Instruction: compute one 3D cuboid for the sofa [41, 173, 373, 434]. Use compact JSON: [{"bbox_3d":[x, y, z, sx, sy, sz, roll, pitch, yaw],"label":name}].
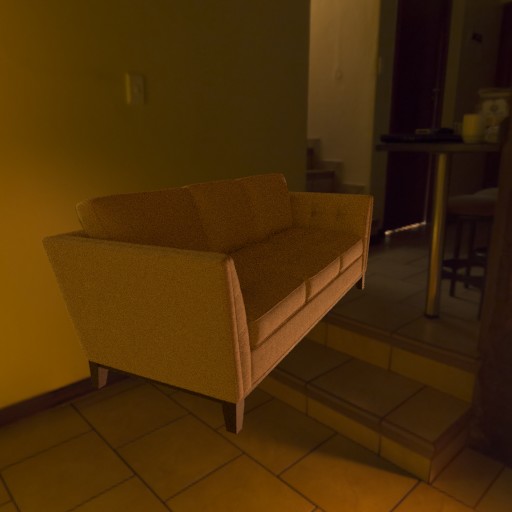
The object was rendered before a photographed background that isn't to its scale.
[{"bbox_3d":[0.000,0.000,2.879,0.965,0.940,2.388,7,16,26],"label":"sofa"}]
